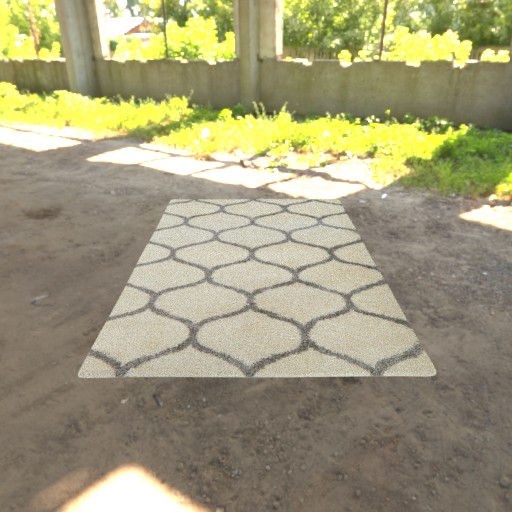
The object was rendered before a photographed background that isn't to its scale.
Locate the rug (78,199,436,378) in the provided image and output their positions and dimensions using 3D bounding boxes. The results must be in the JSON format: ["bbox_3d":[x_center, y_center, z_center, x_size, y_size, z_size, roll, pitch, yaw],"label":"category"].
[{"bbox_3d":[0.000,0.000,2.900,1.501,0.024,2.348,0,25,0],"label":"rug"}]
